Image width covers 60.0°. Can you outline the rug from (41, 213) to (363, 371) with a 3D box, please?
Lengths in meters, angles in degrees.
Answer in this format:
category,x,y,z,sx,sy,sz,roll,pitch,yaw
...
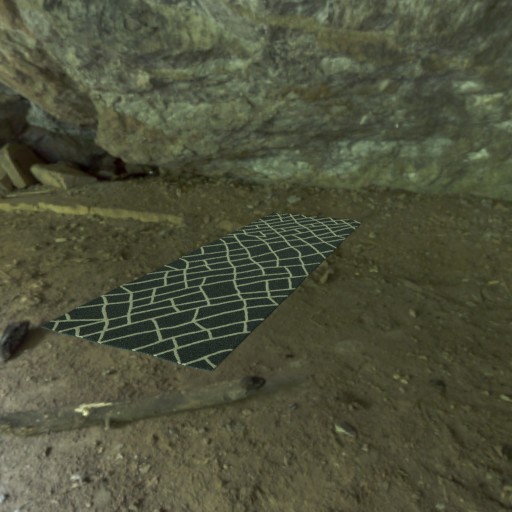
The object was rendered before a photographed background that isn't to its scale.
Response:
category,x,y,z,sx,sy,sz,roll,pitch,yaw
rug,0.000,0.000,2.687,0.807,0.010,2.476,8,19,23
